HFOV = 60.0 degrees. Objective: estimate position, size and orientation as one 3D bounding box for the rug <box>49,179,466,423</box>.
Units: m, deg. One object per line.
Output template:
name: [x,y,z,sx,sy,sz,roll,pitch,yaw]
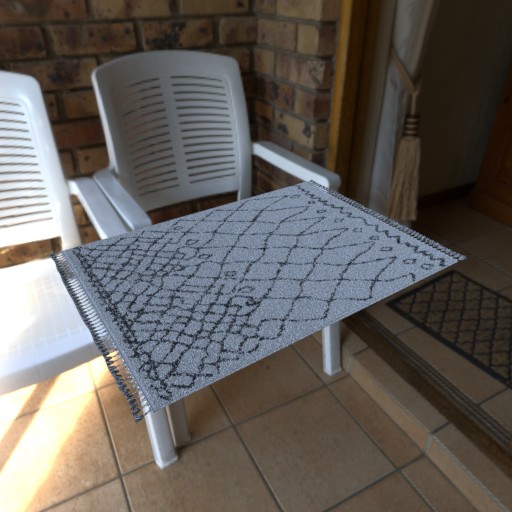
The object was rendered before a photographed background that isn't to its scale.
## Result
rug: [0.000,0.000,2.987,2.312,0.017,1.613,-20,37,-28]
